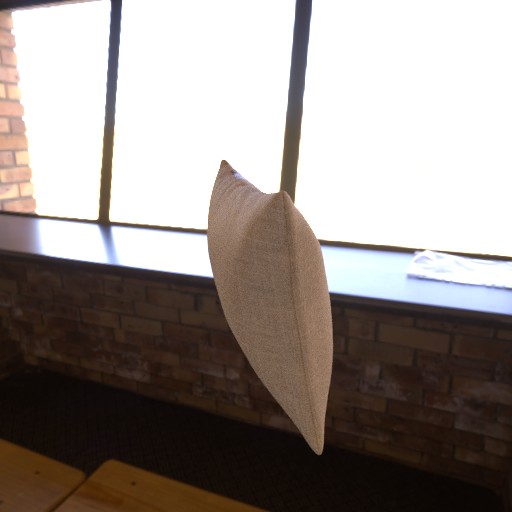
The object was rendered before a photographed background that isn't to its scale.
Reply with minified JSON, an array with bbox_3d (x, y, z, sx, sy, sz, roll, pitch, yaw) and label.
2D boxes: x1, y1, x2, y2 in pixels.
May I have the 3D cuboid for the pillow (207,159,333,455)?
[{"bbox_3d":[0.000,0.000,0.723,0.155,0.282,0.612,-2,15,-9],"label":"pillow"}]
